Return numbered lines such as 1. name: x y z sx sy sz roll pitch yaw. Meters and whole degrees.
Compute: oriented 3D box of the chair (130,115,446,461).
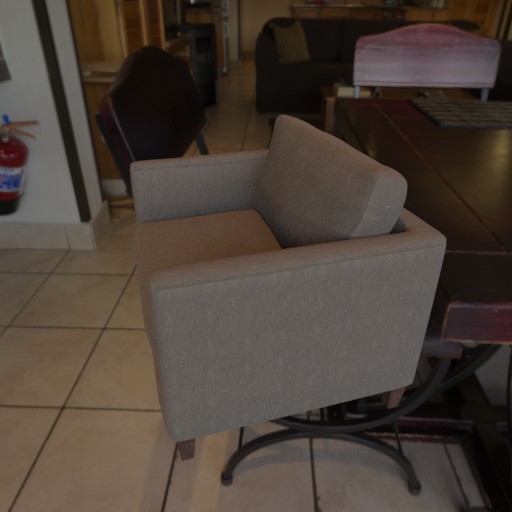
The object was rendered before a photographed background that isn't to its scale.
1. chair: 0.000 0.000 1.835 0.959 0.963 1.107 -8 31 -14
